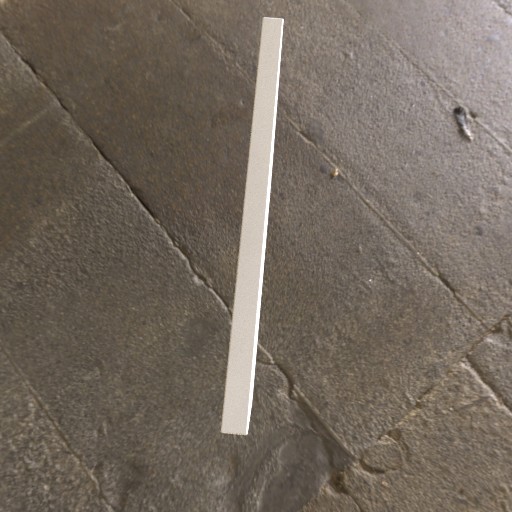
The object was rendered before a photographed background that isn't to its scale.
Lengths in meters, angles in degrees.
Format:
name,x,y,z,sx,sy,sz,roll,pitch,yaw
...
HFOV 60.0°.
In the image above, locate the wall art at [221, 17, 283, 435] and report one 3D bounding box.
name,x,y,z,sx,sy,sz,roll,pitch,yaw
wall art,0.000,0.000,1.135,0.040,0.762,0.762,5,75,1
